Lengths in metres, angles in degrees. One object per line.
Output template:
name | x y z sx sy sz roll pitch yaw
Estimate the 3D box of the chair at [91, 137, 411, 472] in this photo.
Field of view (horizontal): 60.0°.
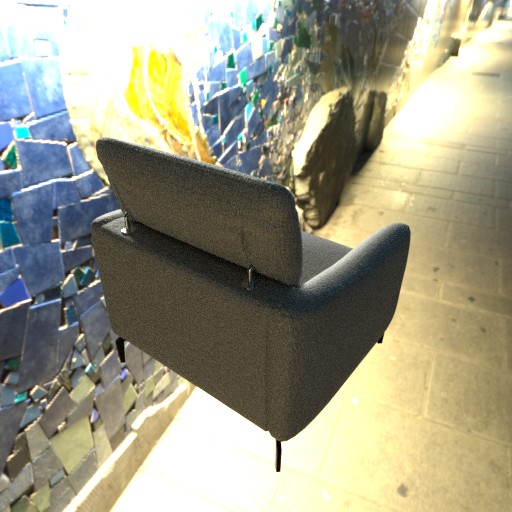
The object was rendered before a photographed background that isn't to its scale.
chair | 0.000 0.000 1.701 0.972 0.967 0.835 22 37 32
